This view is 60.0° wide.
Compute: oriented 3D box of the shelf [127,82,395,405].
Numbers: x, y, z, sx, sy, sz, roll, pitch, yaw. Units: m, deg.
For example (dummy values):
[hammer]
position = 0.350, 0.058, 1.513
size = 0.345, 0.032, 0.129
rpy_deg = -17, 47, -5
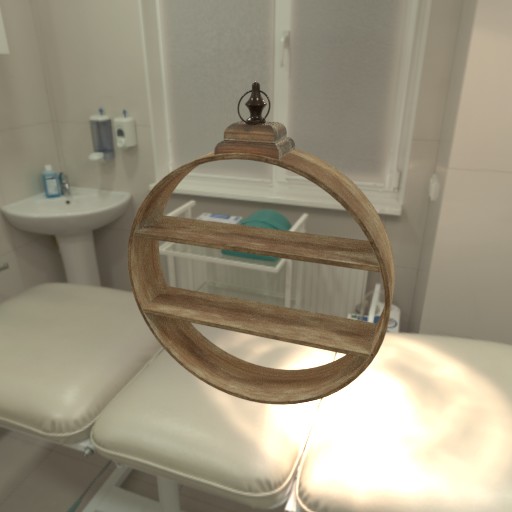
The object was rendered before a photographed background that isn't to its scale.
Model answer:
[shelf]
position = 0.000, 0.000, 0.991
size = 0.601, 0.725, 0.125
rpy_deg = 8, 26, 18
